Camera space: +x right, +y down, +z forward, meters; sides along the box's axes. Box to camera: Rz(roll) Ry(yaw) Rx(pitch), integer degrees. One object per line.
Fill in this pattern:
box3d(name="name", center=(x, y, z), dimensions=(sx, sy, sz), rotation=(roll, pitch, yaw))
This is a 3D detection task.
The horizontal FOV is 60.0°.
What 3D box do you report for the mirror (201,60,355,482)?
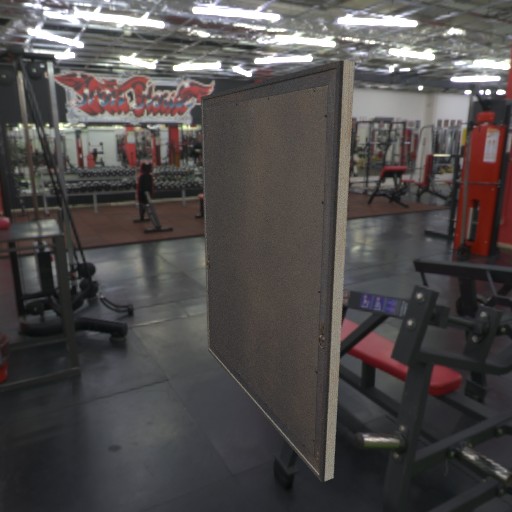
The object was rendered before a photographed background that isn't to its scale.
box3d(name="mirror", center=(0.000, 0.000, 1.212), dimensions=(0.032, 0.882, 0.730), rotation=(-7, 16, -26))
